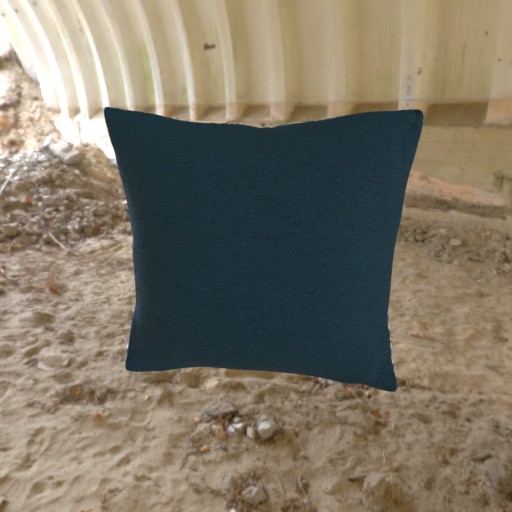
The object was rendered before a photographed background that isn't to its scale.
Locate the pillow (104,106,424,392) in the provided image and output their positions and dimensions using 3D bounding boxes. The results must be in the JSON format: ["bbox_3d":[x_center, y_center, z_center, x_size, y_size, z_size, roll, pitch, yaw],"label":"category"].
[{"bbox_3d":[0.000,0.000,0.655,0.440,0.420,0.145,2,17,8],"label":"pillow"}]
